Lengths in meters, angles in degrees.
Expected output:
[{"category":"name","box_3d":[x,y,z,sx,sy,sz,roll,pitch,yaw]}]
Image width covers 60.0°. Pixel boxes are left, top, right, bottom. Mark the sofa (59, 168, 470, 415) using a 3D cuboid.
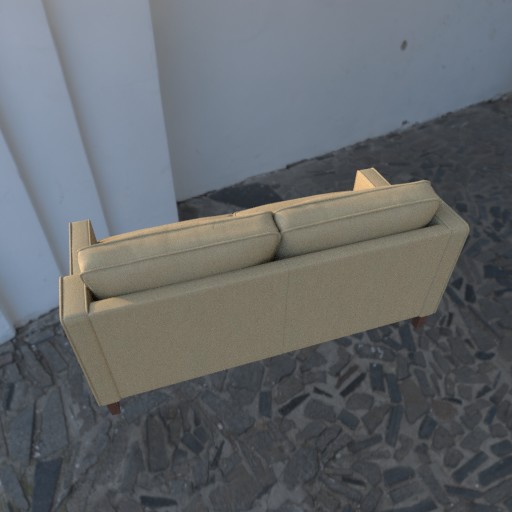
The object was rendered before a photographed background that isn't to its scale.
[{"category":"sofa","box_3d":[0.000,0.000,2.826,2.178,1.071,1.066,-12,43,-14]}]
